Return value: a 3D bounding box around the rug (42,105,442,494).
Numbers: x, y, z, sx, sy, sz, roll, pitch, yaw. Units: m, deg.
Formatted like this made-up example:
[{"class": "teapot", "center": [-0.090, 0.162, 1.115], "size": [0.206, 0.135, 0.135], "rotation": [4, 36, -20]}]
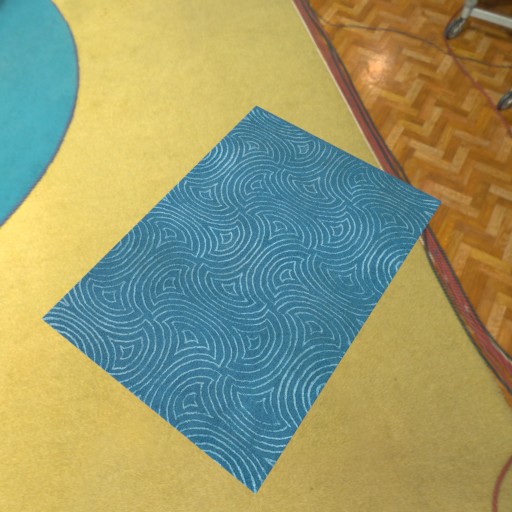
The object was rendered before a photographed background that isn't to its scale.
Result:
[{"class": "rug", "center": [0.000, 0.000, 2.789], "size": [1.543, 0.015, 2.144], "rotation": [32, 66, 16]}]
